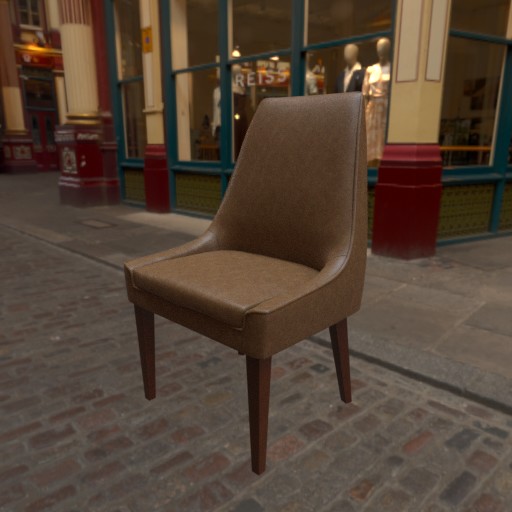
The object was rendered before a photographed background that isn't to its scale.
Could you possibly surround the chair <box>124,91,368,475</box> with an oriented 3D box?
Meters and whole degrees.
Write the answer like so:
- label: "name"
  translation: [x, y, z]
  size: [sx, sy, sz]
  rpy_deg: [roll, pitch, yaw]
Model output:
- label: "chair"
  translation: [0.000, 0.000, 1.215]
  size: [0.529, 0.861, 0.544]
  rpy_deg: [14, 20, 41]
